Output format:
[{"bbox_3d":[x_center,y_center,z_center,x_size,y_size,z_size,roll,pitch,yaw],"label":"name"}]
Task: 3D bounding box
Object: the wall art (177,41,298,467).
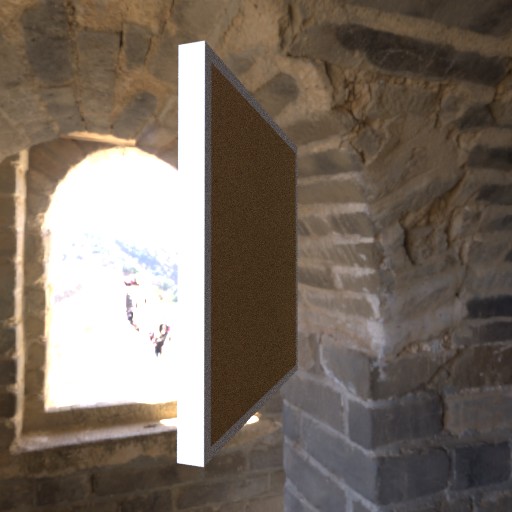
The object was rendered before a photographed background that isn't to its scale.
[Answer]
[{"bbox_3d":[0.000,0.000,0.774,0.035,0.507,0.508,0,-1,18],"label":"wall art"}]
